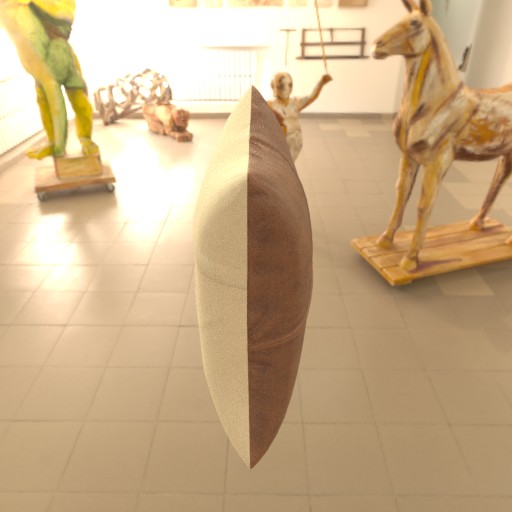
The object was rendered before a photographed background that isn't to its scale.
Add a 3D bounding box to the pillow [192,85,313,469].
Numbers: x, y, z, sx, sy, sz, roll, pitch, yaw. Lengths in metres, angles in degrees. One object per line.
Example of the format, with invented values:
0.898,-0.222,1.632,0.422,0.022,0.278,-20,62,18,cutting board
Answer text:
0.000,0.000,0.750,0.192,0.470,0.484,0,31,0,pillow
